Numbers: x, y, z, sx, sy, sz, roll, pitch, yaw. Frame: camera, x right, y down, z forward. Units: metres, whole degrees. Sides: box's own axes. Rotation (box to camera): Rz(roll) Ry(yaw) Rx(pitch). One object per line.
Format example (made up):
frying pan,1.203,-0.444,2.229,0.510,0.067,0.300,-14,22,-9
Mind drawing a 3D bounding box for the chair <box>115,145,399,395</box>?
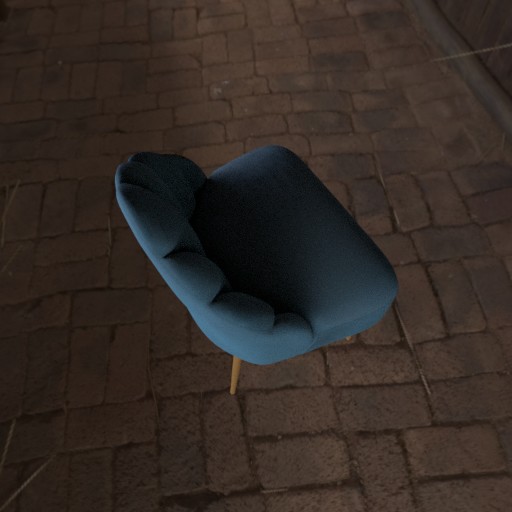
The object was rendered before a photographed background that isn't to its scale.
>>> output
chair,0.000,0.000,1.289,0.599,0.819,0.657,-26,62,-15
